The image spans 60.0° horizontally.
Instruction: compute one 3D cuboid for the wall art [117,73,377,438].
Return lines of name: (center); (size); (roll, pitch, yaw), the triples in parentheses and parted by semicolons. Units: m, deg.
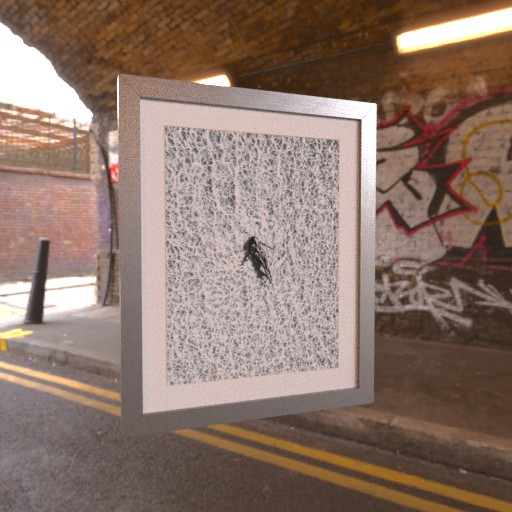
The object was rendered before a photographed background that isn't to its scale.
wall art: (0.000, 0.000, 0.524); (0.308, 0.379, 0.030); (-1, 2, -19)
